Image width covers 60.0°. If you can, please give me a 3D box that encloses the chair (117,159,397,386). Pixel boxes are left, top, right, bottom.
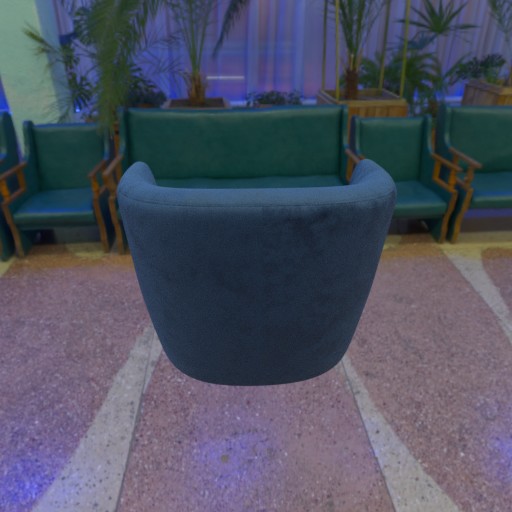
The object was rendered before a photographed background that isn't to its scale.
[{"bbox_3d":[0.000,0.000,1.366,0.773,0.698,0.767,-1,30,-2],"label":"chair"}]
